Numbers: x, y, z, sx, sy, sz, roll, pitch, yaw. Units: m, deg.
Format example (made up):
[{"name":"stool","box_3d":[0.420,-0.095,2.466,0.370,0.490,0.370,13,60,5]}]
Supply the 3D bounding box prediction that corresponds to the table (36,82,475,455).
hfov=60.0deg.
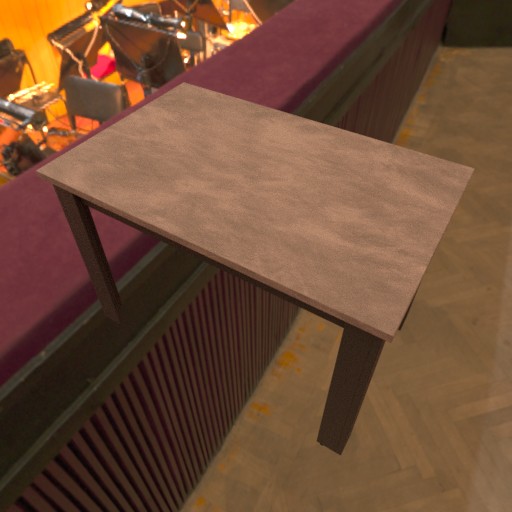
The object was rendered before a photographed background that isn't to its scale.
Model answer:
[{"name":"table","box_3d":[0.000,0.000,1.577,1.100,0.734,0.700,24,50,22]}]
